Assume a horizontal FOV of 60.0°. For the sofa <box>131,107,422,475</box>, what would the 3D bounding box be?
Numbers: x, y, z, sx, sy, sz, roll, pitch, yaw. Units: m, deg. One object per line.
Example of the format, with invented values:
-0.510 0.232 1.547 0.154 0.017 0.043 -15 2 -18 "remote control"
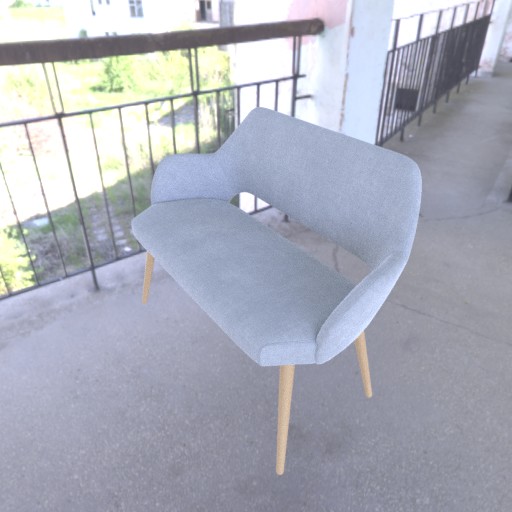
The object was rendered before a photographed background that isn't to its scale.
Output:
0.000 0.000 1.610 0.610 0.840 1.150 -21 38 -29 "sofa"
